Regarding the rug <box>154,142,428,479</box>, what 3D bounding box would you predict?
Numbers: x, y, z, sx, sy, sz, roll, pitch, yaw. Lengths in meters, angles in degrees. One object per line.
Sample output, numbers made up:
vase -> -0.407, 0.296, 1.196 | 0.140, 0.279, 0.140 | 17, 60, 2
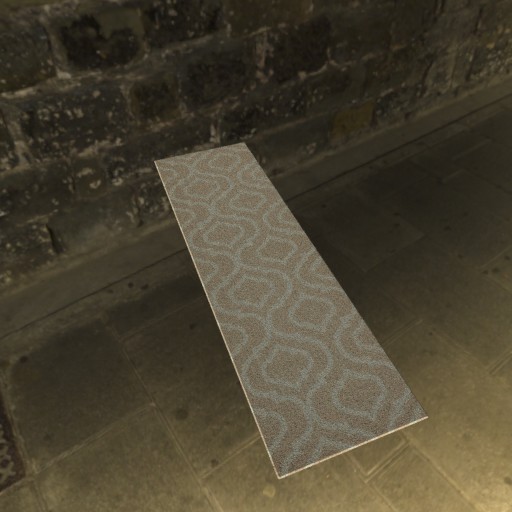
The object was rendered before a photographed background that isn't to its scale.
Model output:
rug -> 0.000, 0.000, 2.531 | 0.691, 0.013, 2.289 | -15, 48, -14
